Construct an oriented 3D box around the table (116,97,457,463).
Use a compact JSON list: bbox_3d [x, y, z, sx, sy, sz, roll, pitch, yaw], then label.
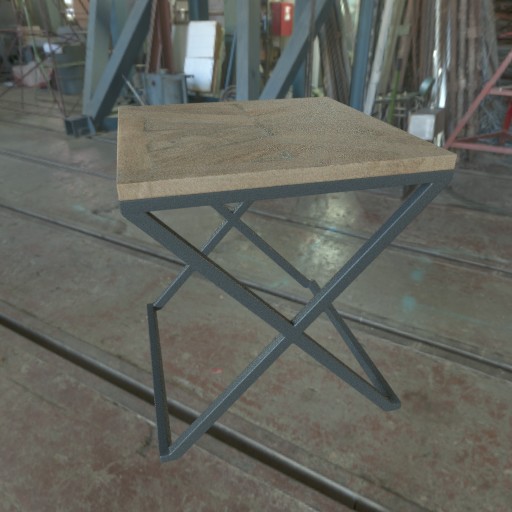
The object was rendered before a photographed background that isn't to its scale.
[{"bbox_3d":[0.000,0.000,0.952,0.498,0.550,0.499,-7,30,-13],"label":"table"}]
